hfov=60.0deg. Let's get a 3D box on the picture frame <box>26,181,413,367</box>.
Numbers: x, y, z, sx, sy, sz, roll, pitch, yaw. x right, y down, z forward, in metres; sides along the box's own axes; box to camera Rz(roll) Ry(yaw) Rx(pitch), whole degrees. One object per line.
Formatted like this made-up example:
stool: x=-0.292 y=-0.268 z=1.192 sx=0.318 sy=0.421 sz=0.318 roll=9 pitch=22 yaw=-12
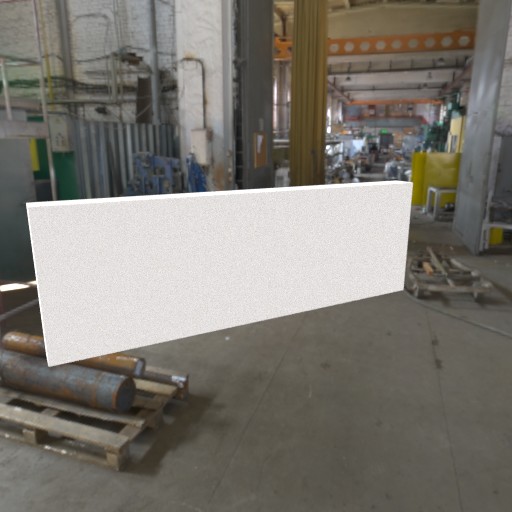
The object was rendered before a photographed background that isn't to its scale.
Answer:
picture frame: x=0.000 y=0.000 z=0.853 sx=0.759 sy=0.250 sz=0.050 roll=-8 pitch=17 yaw=-27
